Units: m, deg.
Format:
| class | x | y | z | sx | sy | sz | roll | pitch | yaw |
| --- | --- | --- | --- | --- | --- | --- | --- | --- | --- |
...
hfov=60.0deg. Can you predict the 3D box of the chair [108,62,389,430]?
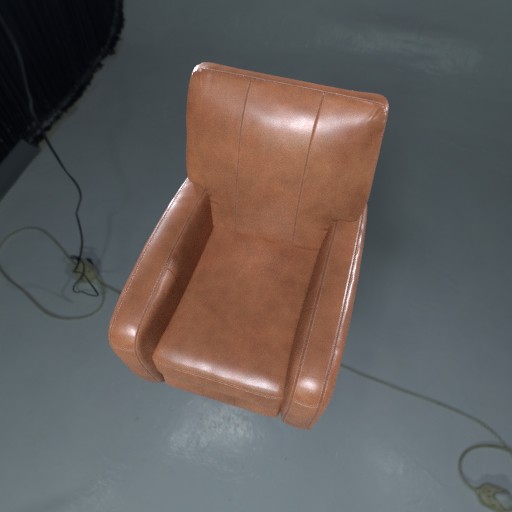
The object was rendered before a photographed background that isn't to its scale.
| class | x | y | z | sx | sy | sz | roll | pitch | yaw |
| --- | --- | --- | --- | --- | --- | --- | --- | --- | --- |
| chair | 0.000 | 0.000 | 1.640 | 0.762 | 0.990 | 0.990 | 15 | 60 | 9 |
